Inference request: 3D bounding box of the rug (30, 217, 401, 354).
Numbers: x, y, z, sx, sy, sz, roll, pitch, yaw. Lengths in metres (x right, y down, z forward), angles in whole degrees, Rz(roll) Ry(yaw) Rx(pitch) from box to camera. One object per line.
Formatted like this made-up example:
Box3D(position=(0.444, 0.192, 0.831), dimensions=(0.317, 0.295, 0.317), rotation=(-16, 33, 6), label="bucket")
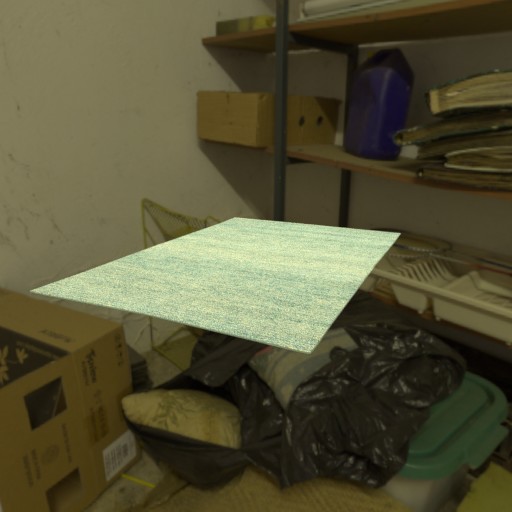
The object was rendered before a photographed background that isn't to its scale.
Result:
Box3D(position=(0.000, 0.000, 5.383), dimensions=(2.802, 0.052, 4.078), rotation=(8, 18, 25), label="rug")
